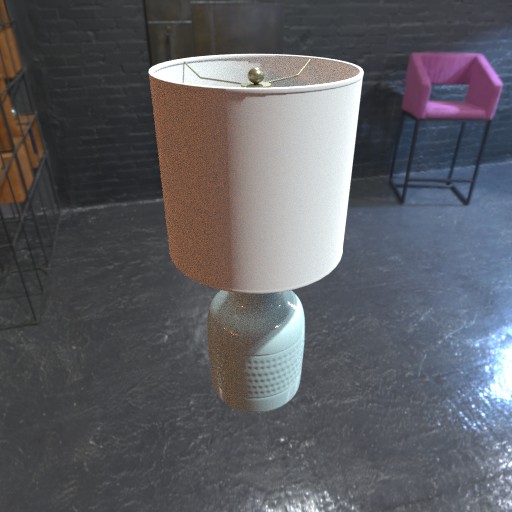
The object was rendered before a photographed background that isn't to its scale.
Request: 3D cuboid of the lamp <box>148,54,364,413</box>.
[{"bbox_3d":[0.000,0.000,1.104,0.418,0.871,0.418,-7,32,-12],"label":"lamp"}]
